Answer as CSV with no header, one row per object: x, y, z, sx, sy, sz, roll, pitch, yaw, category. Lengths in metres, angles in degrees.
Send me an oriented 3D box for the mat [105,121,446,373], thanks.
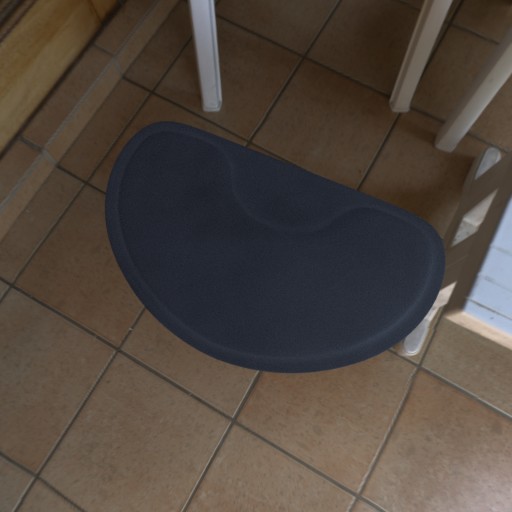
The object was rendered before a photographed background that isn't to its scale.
0.000,0.000,1.887,1.524,0.013,0.913,23,76,6,mat
